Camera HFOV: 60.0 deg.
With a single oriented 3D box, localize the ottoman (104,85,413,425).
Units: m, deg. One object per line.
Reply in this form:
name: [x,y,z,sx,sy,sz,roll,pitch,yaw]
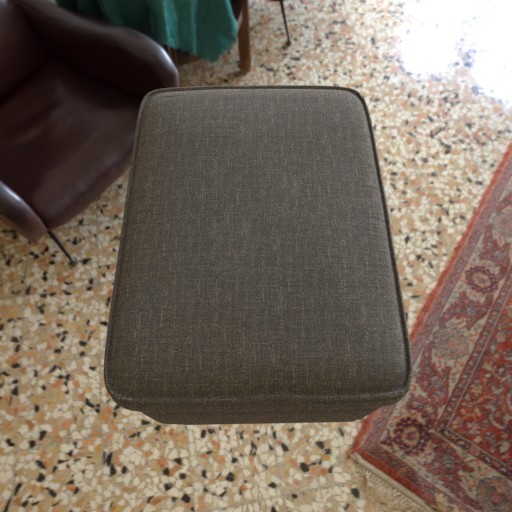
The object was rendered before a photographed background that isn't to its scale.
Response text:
ottoman: [0.000,0.000,1.071,0.549,0.450,0.749,-1,63,0]
